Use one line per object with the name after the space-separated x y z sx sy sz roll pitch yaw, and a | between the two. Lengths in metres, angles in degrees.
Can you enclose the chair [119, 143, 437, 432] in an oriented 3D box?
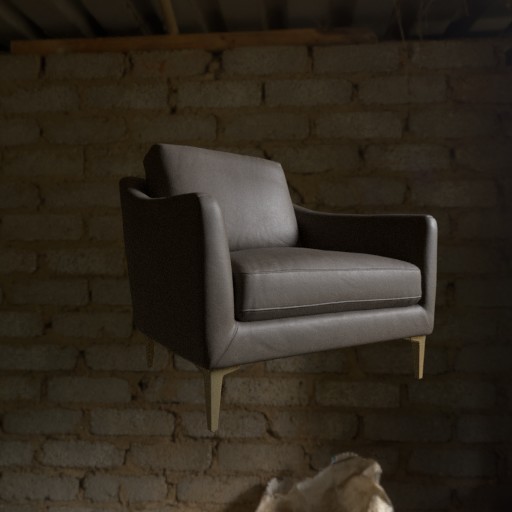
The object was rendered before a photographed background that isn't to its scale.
0.000 0.000 1.718 0.988 0.901 0.961 0 -1 -35 | chair
